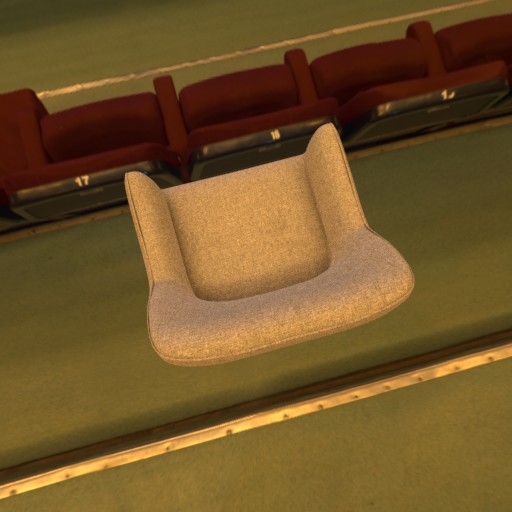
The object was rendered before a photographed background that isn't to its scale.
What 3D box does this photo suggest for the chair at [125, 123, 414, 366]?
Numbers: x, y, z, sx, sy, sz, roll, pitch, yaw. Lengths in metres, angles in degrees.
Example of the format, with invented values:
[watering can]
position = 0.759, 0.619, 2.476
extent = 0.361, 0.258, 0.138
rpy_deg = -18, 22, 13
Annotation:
[chair]
position = 0.000, 0.000, 1.182
extent = 0.543, 0.803, 0.519
rpy_deg = -15, 76, -4
